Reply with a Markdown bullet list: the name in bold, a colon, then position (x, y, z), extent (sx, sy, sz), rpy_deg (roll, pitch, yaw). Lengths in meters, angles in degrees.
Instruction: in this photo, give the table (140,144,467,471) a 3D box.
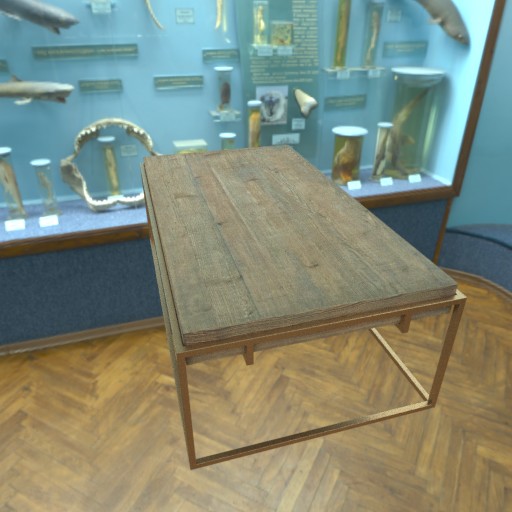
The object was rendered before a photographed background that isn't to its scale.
- **table**: position (0.000, 0.000, 1.767), extent (0.775, 0.468, 1.387), rpy_deg (-8, 31, -14)
